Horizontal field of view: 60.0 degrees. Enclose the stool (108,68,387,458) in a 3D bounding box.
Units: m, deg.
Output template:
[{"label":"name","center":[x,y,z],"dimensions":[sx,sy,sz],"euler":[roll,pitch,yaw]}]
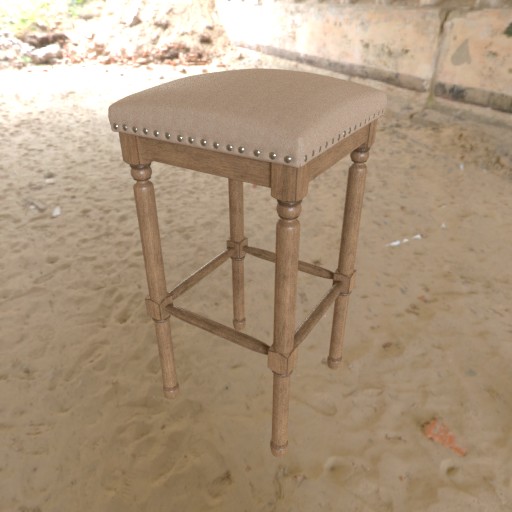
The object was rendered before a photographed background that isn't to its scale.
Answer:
[{"label":"stool","center":[0.000,0.000,0.990],"dimensions":[0.383,0.768,0.382],"euler":[17,35,27]}]
